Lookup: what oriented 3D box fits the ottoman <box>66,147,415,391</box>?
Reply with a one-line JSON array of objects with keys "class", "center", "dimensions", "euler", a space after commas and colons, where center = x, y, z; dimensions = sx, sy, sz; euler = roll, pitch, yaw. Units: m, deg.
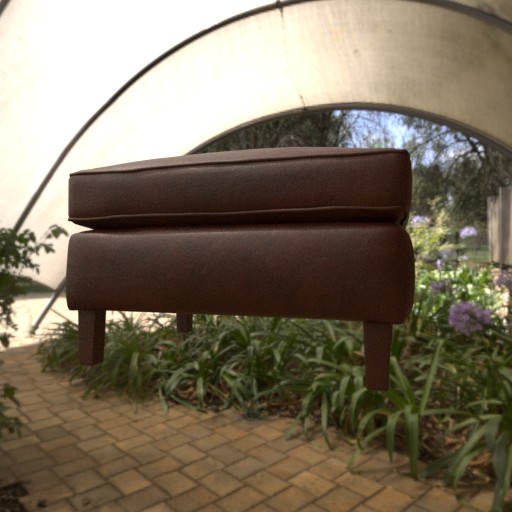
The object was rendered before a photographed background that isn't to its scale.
[{"class": "ottoman", "center": [0.000, 0.000, 0.995], "dimensions": [0.665, 0.432, 0.501], "euler": [0, 0, 18]}]
